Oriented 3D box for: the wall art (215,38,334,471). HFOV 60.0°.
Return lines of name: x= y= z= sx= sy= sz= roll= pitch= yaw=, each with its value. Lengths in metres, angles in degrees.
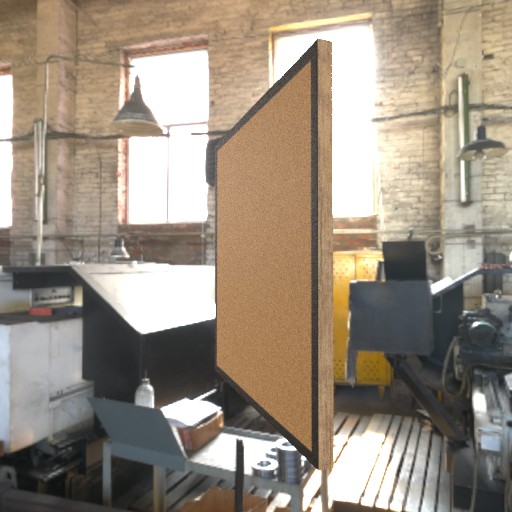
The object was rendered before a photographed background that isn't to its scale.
wall art: x=0.000 y=0.000 z=1.040 sx=0.029 sy=0.691 sz=0.695 roll=0 pitch=-1 yaw=-19
